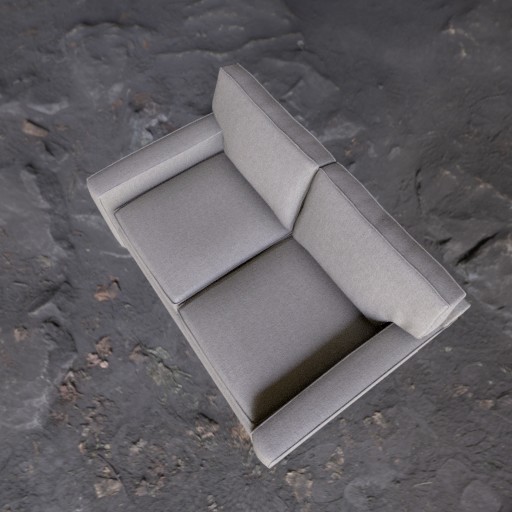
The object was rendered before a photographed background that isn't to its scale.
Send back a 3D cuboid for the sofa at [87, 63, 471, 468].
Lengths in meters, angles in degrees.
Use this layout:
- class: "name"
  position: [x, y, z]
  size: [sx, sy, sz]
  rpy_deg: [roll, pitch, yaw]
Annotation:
- class: "sofa"
  position: [0.000, 0.000, 2.020]
  size: [0.940, 0.853, 1.484]
  rpy_deg: [-32, 68, -15]
